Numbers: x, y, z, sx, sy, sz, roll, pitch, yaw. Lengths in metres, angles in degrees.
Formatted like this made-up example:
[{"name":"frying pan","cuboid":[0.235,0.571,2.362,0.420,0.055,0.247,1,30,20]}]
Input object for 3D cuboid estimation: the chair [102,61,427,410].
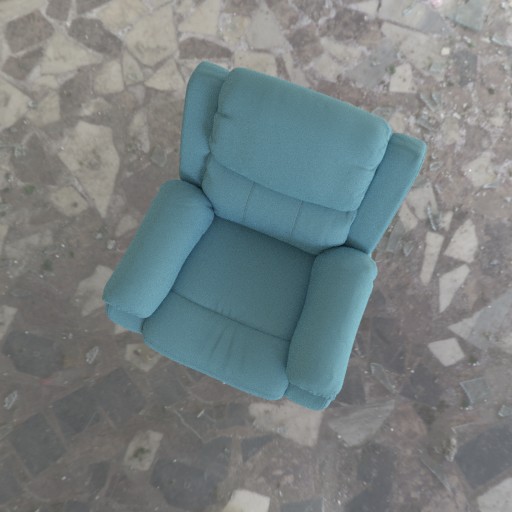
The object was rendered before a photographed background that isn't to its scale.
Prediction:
[{"name":"chair","cuboid":[0.000,0.000,1.248,0.680,0.702,0.709,22,77,5]}]
